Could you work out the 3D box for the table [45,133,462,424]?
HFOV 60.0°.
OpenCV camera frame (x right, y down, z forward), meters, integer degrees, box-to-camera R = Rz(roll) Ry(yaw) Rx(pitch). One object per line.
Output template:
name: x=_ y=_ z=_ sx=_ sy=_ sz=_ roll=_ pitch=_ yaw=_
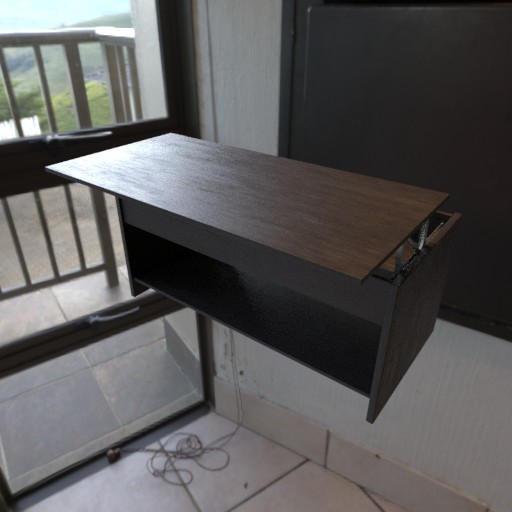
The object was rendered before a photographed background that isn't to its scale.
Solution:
table: x=0.000 y=0.000 z=1.407 sx=1.000 sy=0.570 sz=0.712 roll=21 pitch=35 yaw=32
